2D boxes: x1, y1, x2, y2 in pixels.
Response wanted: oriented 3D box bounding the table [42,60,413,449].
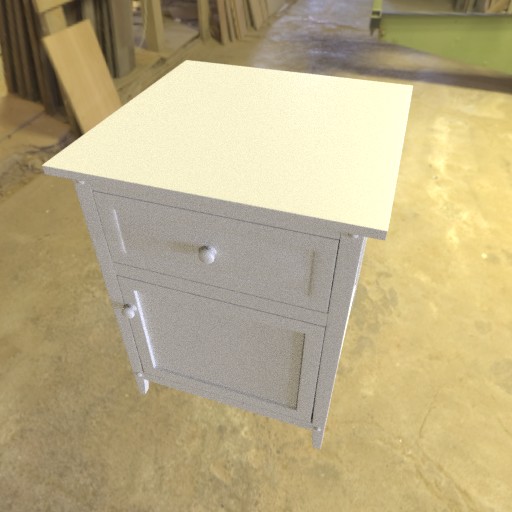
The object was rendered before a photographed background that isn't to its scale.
[{"bbox_3d":[0.000,0.000,0.746,0.381,0.483,0.381,12,43,14],"label":"table"}]
